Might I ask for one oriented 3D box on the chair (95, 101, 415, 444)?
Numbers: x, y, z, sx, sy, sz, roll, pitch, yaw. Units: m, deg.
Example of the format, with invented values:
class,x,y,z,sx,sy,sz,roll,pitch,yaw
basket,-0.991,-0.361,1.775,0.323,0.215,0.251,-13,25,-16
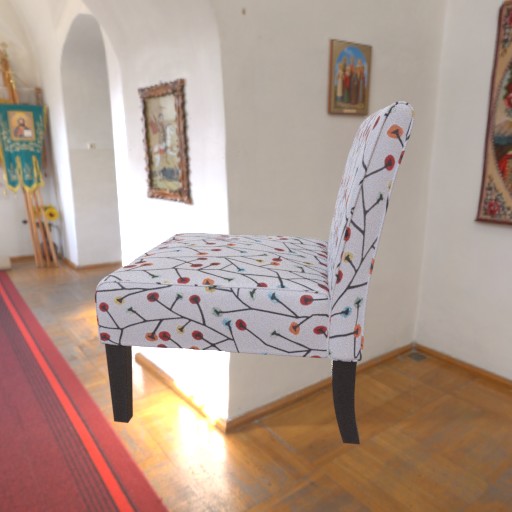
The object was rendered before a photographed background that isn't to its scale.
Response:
class,x,y,z,sx,sy,sz,roll,pitch,yaw
chair,0.000,0.000,1.307,0.732,0.813,0.597,2,15,8
